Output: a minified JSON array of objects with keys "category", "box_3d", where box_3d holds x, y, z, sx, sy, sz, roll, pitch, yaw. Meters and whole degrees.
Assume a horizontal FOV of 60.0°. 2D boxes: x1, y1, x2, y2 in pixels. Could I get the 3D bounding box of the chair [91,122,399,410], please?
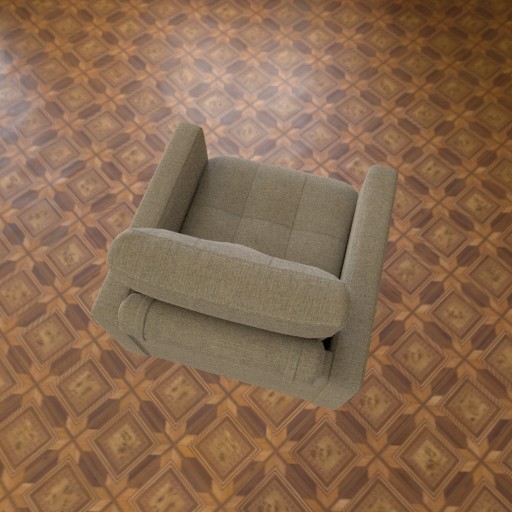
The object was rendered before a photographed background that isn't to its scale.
[{"category":"chair","box_3d":[0.000,0.000,1.532,0.821,0.880,0.843,14,65,7]}]
